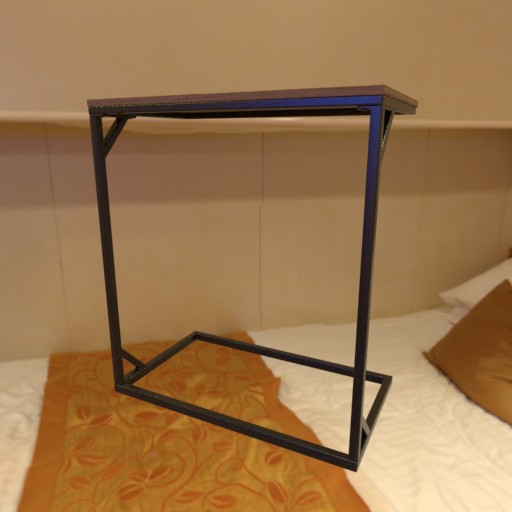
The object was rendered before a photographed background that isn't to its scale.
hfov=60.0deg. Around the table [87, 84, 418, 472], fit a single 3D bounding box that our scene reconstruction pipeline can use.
[{"bbox_3d":[0.000,0.000,1.011,0.597,0.673,0.351,8,17,26],"label":"table"}]
